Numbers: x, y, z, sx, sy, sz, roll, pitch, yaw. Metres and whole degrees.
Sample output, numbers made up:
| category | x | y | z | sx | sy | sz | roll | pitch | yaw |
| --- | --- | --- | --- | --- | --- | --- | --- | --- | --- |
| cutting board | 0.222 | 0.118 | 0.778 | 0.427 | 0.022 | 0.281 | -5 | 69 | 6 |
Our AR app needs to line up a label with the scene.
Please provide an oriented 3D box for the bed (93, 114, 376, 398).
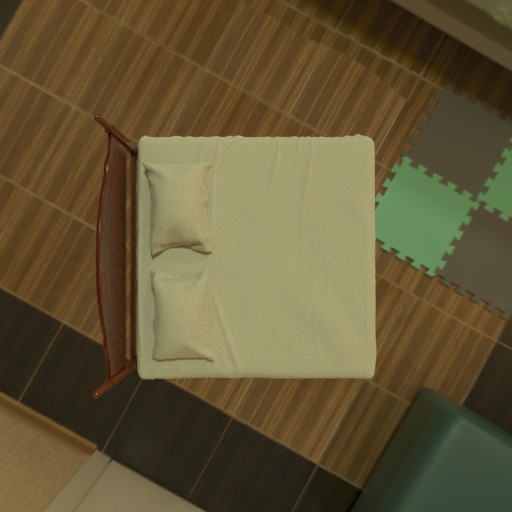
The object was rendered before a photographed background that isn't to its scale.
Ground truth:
| category | x | y | z | sx | sy | sz | roll | pitch | yaw |
| --- | --- | --- | --- | --- | --- | --- | --- | --- | --- |
| bed | 0.000 | 0.000 | 3.635 | 2.219 | 1.355 | 2.322 | 0 | 89 | 0 |
